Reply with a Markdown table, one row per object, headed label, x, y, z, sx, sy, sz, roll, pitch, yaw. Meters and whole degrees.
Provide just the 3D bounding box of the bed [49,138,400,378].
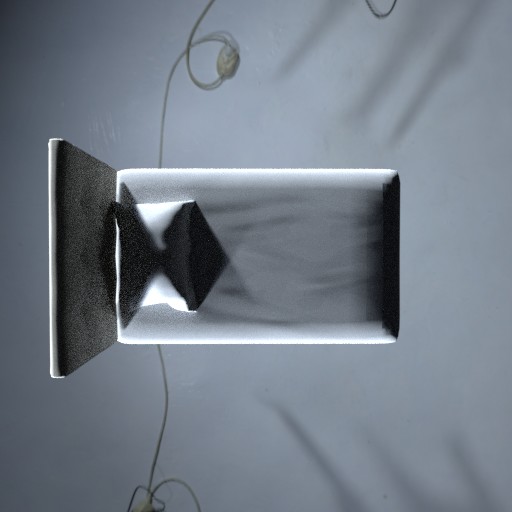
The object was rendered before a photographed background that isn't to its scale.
| label | x | y | z | sx | sy | sz | roll | pitch | yaw |
| --- | --- | --- | --- | --- | --- | --- | --- | --- | --- |
| bed | 0.000 | 0.000 | 2.873 | 1.997 | 1.571 | 1.261 | 0 | 91 | 0 |
